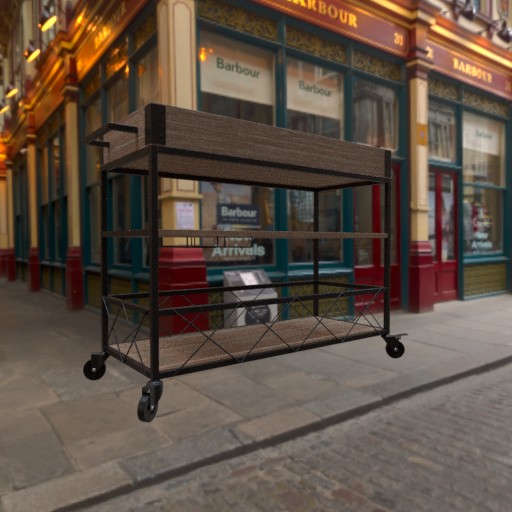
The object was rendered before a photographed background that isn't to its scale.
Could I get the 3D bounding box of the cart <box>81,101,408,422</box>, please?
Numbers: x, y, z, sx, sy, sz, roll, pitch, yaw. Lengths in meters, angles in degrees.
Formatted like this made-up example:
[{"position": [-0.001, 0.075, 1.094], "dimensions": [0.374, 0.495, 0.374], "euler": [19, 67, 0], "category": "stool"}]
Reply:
[{"position": [0.000, 0.000, 1.544], "dimensions": [1.101, 0.787, 0.500], "euler": [-1, 2, -37], "category": "cart"}]
